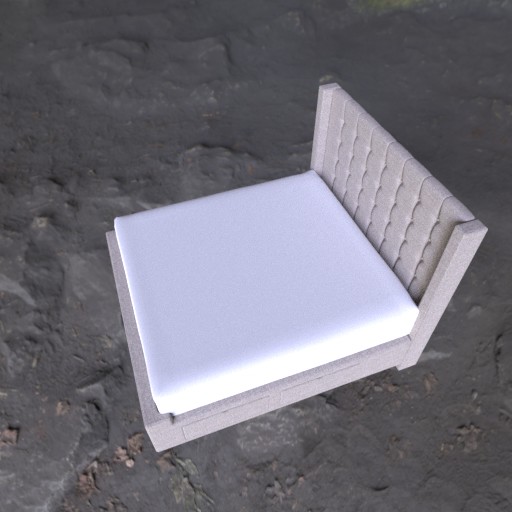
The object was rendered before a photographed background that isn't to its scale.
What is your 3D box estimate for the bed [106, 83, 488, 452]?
[{"bbox_3d":[0.000,0.000,3.764,2.372,1.748,2.044,-15,49,-14],"label":"bed"}]
